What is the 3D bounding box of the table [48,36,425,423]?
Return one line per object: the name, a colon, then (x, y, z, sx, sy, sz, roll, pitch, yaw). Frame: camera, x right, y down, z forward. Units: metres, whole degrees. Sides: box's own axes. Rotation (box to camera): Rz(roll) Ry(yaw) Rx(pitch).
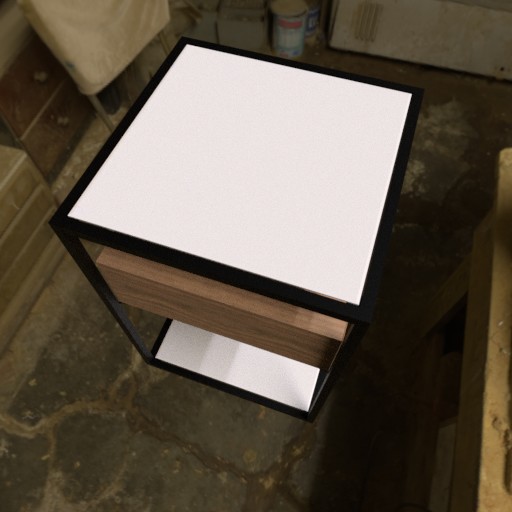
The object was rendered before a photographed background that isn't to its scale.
table: (0.000, 0.000, 0.803, 0.378, 0.540, 0.378, 17, 61, 10)
